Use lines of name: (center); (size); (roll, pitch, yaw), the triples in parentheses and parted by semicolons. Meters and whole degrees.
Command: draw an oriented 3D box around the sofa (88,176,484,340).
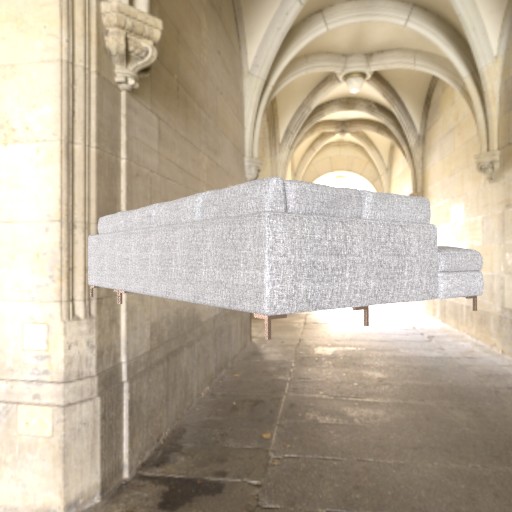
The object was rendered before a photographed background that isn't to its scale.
sofa: (0.000, 0.000, 3.560); (1.879, 0.756, 2.737); (0, 0, -36)
